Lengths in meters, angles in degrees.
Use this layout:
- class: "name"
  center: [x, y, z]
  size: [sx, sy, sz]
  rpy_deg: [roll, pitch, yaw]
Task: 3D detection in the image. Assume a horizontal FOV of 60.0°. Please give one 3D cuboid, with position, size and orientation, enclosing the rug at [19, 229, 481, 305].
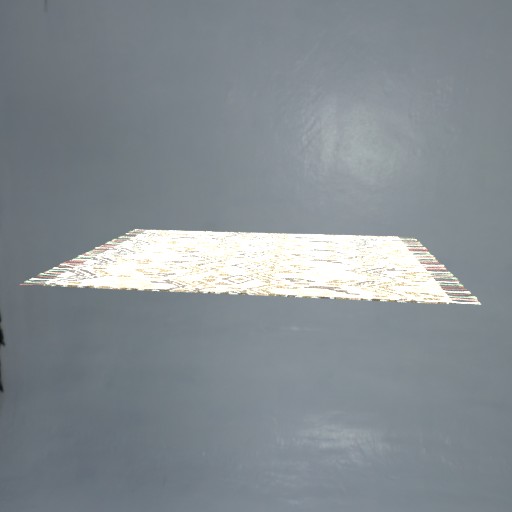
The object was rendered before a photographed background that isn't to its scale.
- class: "rug"
  center: [0.000, 0.000, 2.294]
  size: [1.829, 0.008, 1.219]
  rpy_deg: [2, 14, 7]
